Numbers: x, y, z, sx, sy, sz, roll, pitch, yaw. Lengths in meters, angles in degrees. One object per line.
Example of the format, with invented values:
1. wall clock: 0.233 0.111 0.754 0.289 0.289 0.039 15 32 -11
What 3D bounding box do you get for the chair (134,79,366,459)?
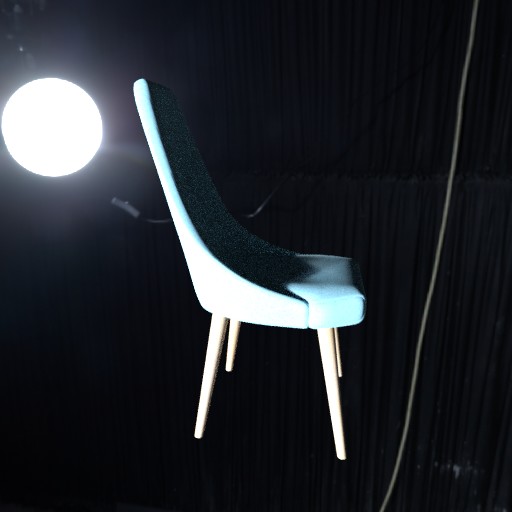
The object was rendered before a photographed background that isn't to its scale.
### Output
1. chair: 0.000 0.000 1.395 0.660 1.040 0.510 2 14 9
